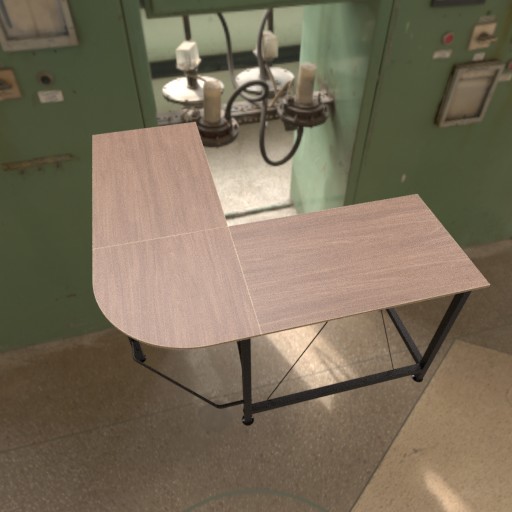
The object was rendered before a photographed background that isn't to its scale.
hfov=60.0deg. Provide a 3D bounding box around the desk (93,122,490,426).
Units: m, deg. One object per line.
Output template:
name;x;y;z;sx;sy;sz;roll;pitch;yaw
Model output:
desk;0.000;0.000;2.235;1.400;0.762;1.400;-10;47;-10
